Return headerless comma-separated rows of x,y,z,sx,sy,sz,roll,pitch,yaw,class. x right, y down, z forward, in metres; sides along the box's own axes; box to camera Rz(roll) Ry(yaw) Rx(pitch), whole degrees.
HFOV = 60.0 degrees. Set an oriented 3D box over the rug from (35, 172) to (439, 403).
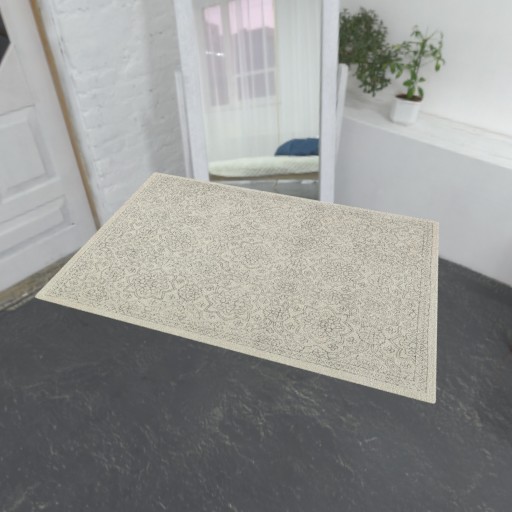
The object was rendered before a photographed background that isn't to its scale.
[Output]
0.000,0.000,2.922,2.286,0.011,1.524,12,42,13,rug
